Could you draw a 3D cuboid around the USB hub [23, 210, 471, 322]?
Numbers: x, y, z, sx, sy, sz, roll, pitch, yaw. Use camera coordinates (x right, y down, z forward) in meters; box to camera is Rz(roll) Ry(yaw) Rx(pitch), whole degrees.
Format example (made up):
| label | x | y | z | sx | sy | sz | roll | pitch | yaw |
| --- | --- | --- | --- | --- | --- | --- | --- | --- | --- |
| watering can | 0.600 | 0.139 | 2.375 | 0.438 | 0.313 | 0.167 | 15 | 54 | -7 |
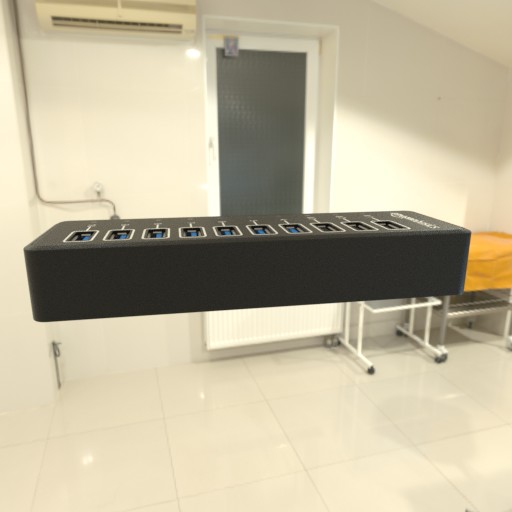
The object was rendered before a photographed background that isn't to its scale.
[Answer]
| label | x | y | z | sx | sy | sz | roll | pitch | yaw |
| --- | --- | --- | --- | --- | --- | --- | --- | --- | --- |
| USB hub | 0.000 | 0.000 | 0.162 | 0.145 | 0.023 | 0.044 | -3 | 15 | -10 |
